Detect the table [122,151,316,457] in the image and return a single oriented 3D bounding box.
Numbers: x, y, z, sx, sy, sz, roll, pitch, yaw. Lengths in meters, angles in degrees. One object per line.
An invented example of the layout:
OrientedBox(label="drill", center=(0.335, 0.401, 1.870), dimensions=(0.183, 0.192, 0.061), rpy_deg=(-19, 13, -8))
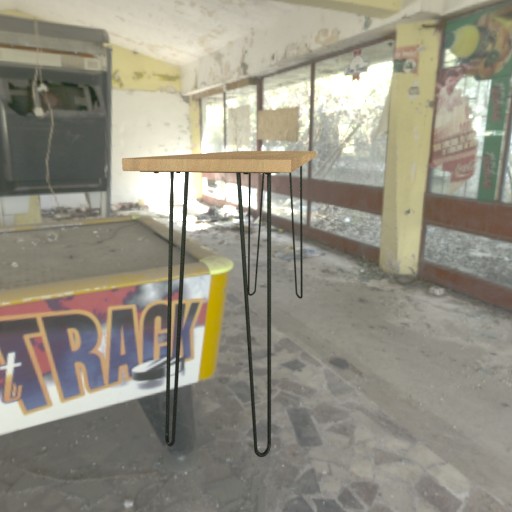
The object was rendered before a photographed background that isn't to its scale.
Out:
OrientedBox(label="table", center=(0.000, 0.000, 1.771), dimensions=(0.399, 0.799, 1.400), rpy_deg=(2, 14, 9))
